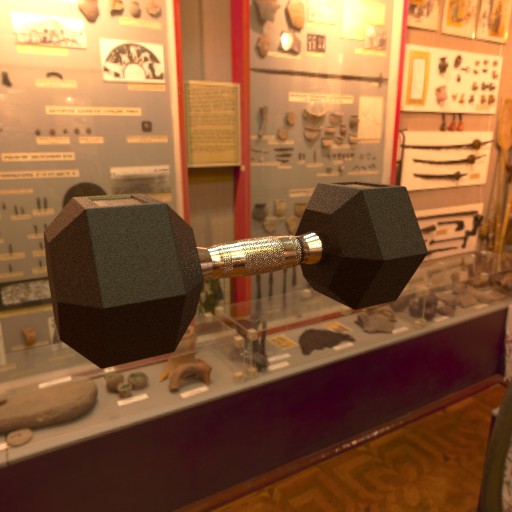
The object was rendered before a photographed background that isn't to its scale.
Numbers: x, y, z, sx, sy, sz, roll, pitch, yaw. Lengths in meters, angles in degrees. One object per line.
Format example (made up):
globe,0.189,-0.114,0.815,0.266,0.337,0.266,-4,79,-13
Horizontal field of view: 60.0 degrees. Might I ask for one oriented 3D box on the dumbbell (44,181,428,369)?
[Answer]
dumbbell,0.000,0.000,0.421,0.356,0.123,0.141,-8,17,-28
